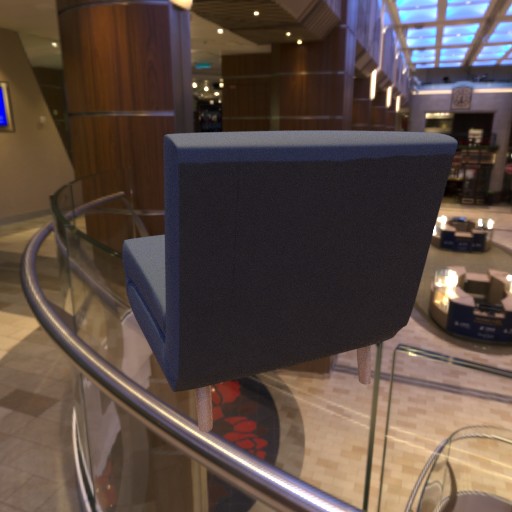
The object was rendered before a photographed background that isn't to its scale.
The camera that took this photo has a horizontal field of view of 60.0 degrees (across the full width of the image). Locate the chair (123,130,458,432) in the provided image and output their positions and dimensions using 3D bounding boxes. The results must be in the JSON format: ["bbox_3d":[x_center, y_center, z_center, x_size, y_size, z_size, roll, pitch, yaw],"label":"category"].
[{"bbox_3d":[0.000,0.000,1.481,0.770,0.808,0.900,-7,18,-24],"label":"chair"}]
